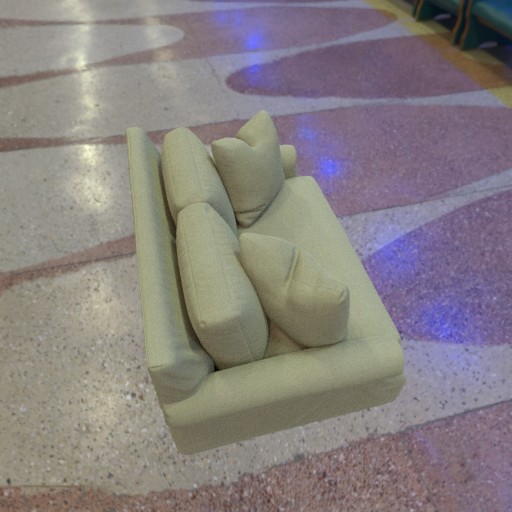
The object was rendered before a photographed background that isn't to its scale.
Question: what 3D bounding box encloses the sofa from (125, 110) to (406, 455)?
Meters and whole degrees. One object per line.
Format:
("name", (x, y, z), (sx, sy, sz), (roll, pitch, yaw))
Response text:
("sofa", (0.000, 0.000, 2.184), (1.070, 0.905, 1.550), (-10, 48, -9))
